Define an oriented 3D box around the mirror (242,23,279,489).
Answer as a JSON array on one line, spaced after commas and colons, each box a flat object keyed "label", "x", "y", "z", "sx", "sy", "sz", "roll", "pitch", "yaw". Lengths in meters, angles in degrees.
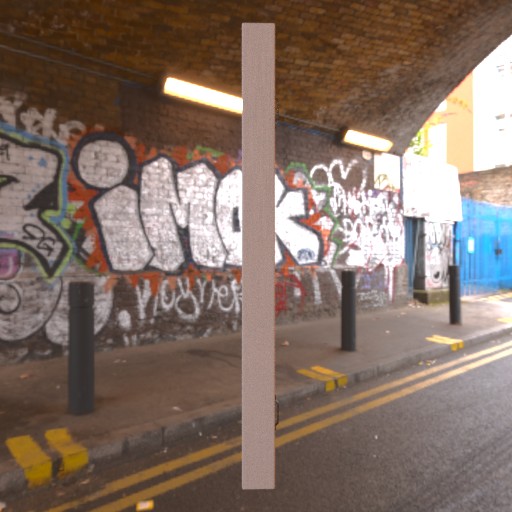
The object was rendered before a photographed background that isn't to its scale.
[{"label": "mirror", "x": 0.000, "y": 0.000, "z": 0.685, "sx": 0.041, "sy": 0.508, "sz": 0.405, "roll": 0, "pitch": 0, "yaw": -1}]
